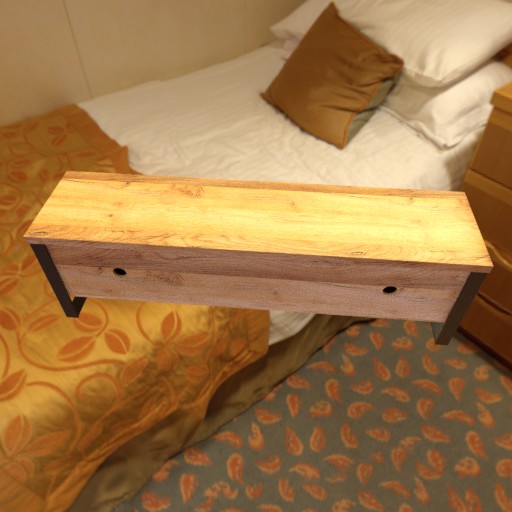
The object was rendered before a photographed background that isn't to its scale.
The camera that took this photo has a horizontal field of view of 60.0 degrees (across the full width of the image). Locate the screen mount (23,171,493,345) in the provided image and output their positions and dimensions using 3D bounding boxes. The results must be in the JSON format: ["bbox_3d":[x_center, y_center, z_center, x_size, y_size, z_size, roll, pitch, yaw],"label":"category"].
[{"bbox_3d":[0.000,0.000,1.729,1.524,0.450,0.395,4,46,4],"label":"screen mount"}]
